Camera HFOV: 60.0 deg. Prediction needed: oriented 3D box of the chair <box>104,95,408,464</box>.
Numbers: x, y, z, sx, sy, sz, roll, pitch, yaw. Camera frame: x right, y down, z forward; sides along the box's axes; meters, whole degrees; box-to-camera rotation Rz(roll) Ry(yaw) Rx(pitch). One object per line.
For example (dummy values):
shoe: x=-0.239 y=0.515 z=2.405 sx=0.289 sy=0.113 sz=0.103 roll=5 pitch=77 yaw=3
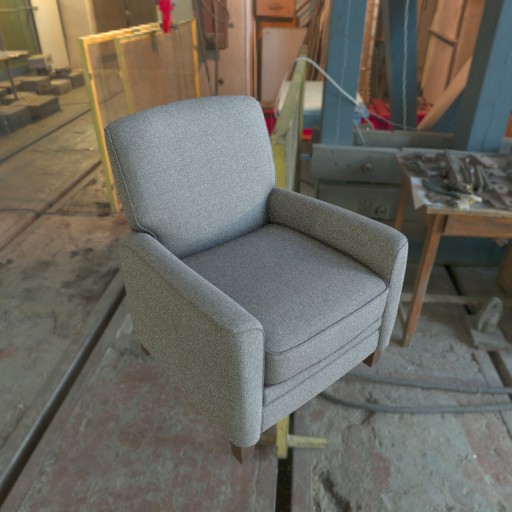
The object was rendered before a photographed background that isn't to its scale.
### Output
chair: x=0.000 y=0.000 z=1.676 sx=0.848 sy=1.014 sz=0.864 roll=-24 pitch=39 yaw=-33
